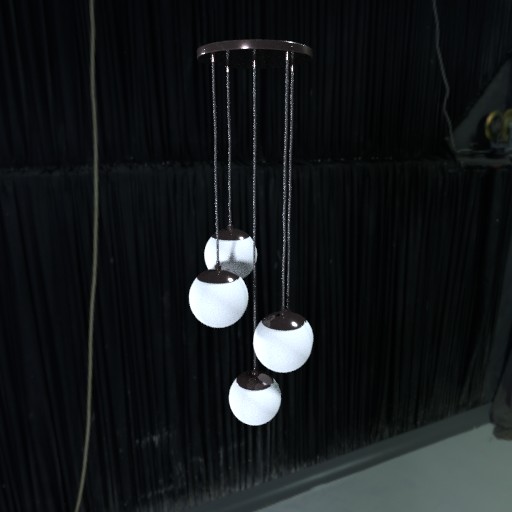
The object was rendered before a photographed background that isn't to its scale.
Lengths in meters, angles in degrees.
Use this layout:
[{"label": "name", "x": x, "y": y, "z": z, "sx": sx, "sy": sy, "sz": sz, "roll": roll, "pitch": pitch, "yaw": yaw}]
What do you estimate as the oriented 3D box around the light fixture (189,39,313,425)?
[{"label": "light fixture", "x": 0.000, "y": 0.000, "z": 1.495, "sx": 0.484, "sy": 1.271, "sz": 0.489, "roll": -7, "pitch": 16, "yaw": -26}]
